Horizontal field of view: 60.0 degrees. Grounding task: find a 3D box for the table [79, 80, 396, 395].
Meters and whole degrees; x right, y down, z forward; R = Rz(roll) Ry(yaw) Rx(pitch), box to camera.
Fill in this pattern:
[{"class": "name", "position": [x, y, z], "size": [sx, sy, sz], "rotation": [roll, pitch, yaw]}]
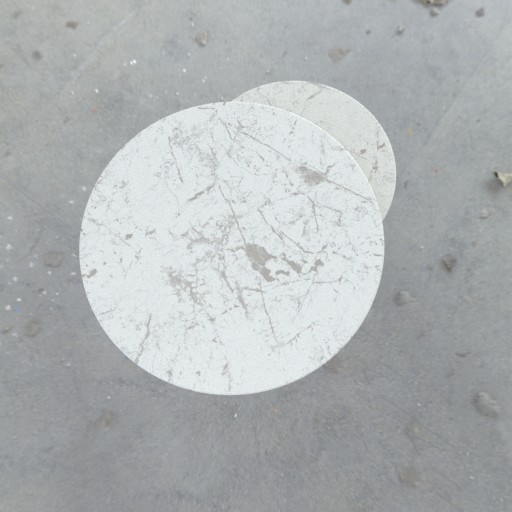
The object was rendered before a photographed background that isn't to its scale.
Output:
[{"class": "table", "position": [0.000, 0.000, 0.860], "size": [0.400, 0.550, 0.507], "rotation": [35, 78, 8]}]
